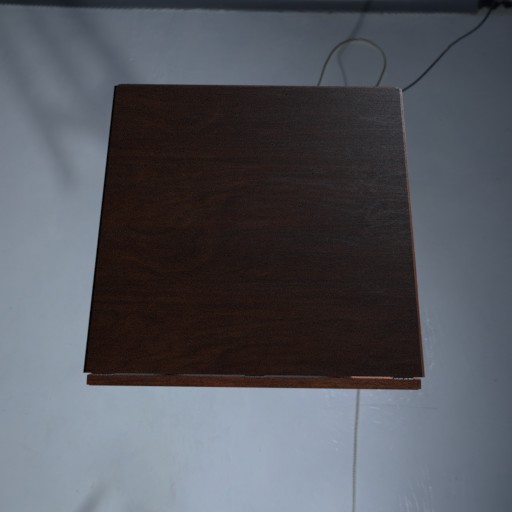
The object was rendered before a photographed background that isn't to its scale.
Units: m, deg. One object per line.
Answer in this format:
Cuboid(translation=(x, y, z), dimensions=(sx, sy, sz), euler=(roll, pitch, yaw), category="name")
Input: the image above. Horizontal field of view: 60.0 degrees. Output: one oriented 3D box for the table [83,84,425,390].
Cuboid(translation=(0.000, 0.000, 1.516), dimensions=(0.812, 0.763, 0.843), euler=(1, 75, 0), category="table")
